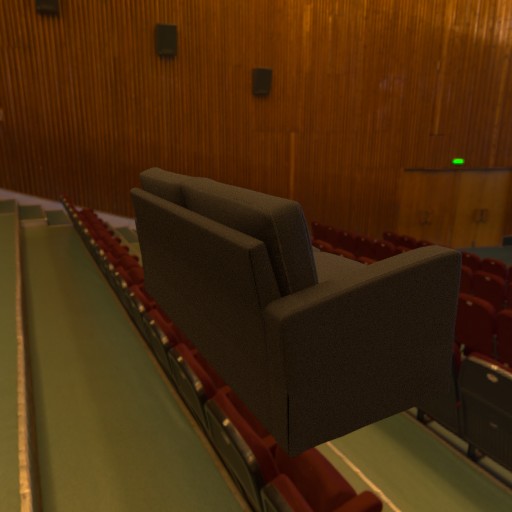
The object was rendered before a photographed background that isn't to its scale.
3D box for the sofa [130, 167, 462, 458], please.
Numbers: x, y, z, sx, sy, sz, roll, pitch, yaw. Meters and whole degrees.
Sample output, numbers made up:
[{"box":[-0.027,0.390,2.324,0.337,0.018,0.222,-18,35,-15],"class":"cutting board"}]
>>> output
[{"box":[0.000,0.000,2.304,0.898,0.839,1.852,-8,18,-27],"class":"sofa"}]
